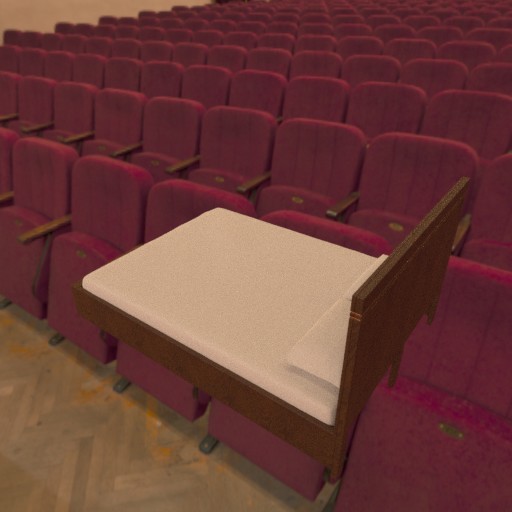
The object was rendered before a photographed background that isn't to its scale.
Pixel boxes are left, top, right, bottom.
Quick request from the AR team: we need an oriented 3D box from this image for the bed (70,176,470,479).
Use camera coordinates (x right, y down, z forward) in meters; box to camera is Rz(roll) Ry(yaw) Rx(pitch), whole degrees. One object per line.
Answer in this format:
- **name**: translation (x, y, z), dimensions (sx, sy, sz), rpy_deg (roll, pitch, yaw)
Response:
- **bed**: translation (0.000, 0.000, 3.139), dimensions (2.221, 1.169, 1.613), rpy_deg (21, 37, 30)
